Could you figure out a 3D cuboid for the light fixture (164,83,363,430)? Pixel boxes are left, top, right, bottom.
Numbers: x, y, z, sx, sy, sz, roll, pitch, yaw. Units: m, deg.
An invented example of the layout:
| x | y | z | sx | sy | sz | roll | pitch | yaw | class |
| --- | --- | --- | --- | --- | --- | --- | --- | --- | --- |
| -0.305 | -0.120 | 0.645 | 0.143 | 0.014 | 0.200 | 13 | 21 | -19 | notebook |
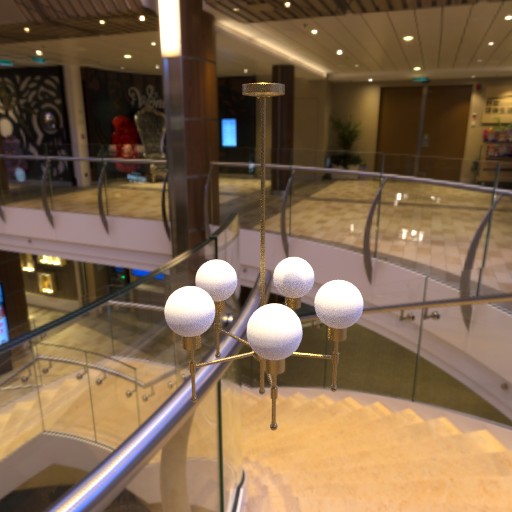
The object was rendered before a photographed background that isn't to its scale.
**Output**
| x | y | z | sx | sy | sz | roll | pitch | yaw | class |
| --- | --- | --- | --- | --- | --- | --- | --- | --- | --- |
| 0.000 | 0.000 | 1.842 | 0.785 | 1.331 | 0.815 | -7 | 18 | -24 | light fixture |
